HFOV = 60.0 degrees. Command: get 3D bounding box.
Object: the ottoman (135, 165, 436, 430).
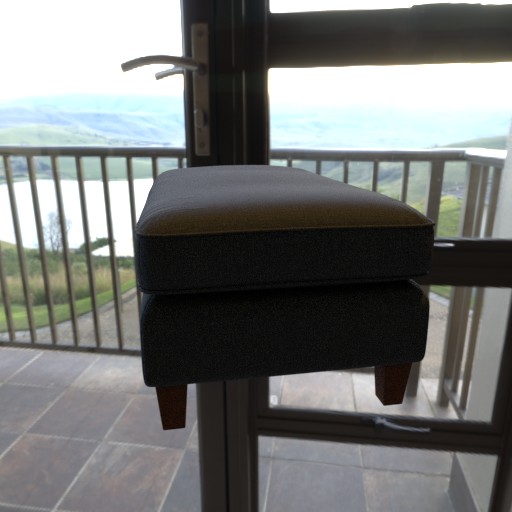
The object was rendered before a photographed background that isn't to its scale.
[{"bbox_3d":[0.000,0.000,1.199,0.570,0.438,0.885,-3,16,-10],"label":"ottoman"}]
